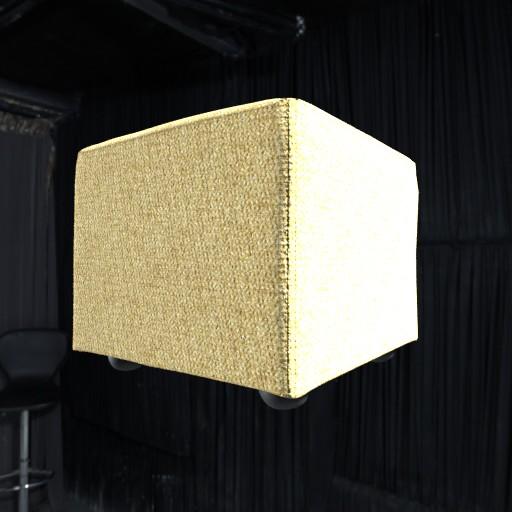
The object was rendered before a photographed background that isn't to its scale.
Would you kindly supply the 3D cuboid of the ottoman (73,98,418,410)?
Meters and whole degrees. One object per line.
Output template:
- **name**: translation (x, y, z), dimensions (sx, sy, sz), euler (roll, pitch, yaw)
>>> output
- **ottoman**: translation (0.000, 0.000, 0.890), dimensions (0.505, 0.441, 0.512), euler (0, 0, 37)
